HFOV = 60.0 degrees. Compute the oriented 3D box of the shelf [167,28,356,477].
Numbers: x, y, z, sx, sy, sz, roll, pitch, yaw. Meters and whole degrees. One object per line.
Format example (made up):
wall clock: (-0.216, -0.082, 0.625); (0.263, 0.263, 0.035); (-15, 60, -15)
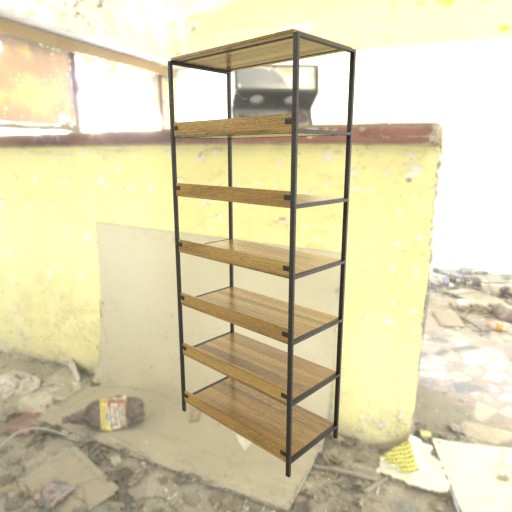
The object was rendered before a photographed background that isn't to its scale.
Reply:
shelf: (0.000, 0.000, 2.368); (0.847, 2.015, 0.431); (12, 18, 42)
